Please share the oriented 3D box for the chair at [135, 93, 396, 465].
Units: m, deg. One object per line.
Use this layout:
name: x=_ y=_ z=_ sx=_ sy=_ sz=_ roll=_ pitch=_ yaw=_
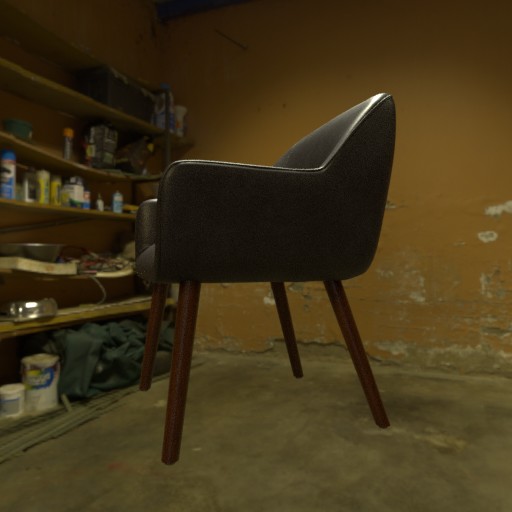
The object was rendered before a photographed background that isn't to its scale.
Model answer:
chair: x=0.000 y=0.000 z=1.219 sx=0.610 sy=0.828 sz=0.610 roll=0 pitch=-1 yaw=-19
